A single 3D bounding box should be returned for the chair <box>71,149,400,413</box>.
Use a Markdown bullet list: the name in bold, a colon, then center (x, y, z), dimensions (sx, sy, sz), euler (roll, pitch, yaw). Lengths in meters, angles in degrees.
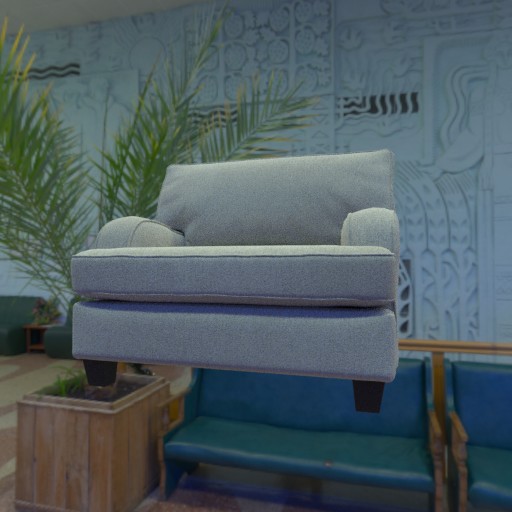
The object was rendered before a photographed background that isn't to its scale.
- **chair**: center (0.000, 0.000, 1.987), dimensions (1.220, 1.016, 1.041), euler (0, -1, 17)
